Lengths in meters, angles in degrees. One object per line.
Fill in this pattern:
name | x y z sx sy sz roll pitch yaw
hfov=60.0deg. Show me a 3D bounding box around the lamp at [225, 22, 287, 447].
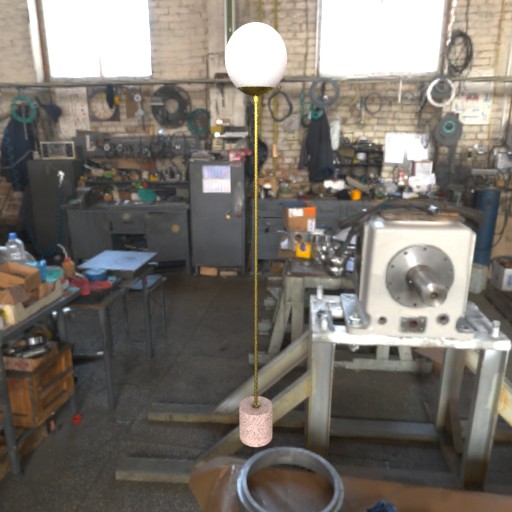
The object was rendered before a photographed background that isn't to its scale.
lamp | 0.000 0.000 1.837 0.229 1.748 0.229 -7 17 -25
